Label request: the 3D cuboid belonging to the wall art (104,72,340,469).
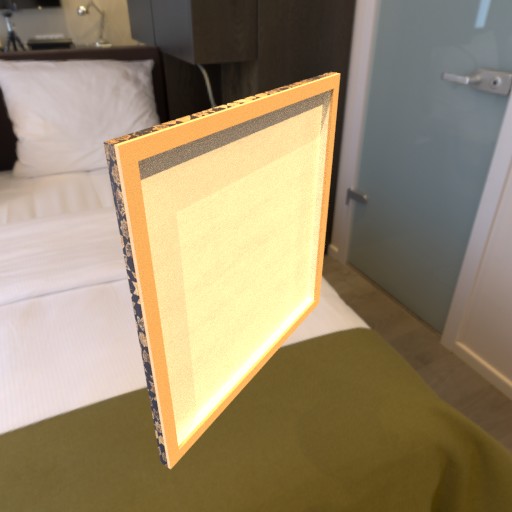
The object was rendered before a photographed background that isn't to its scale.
[{"bbox_3d":[0.000,0.000,1.328,0.038,0.914,0.914,19,36,28],"label":"wall art"}]
